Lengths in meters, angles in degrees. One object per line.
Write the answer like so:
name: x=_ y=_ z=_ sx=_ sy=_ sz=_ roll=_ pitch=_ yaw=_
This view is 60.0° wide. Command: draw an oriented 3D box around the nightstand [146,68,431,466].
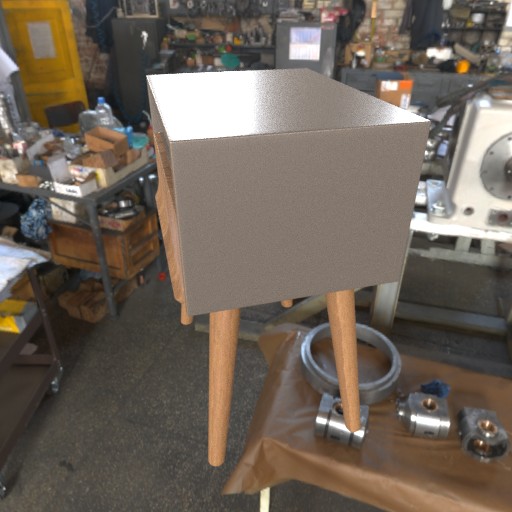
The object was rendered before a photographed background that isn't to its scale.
nightstand: x=0.000 y=0.000 z=0.724 sx=0.288 sy=0.508 sz=0.370 roll=-8 pitch=32 yaw=-13
